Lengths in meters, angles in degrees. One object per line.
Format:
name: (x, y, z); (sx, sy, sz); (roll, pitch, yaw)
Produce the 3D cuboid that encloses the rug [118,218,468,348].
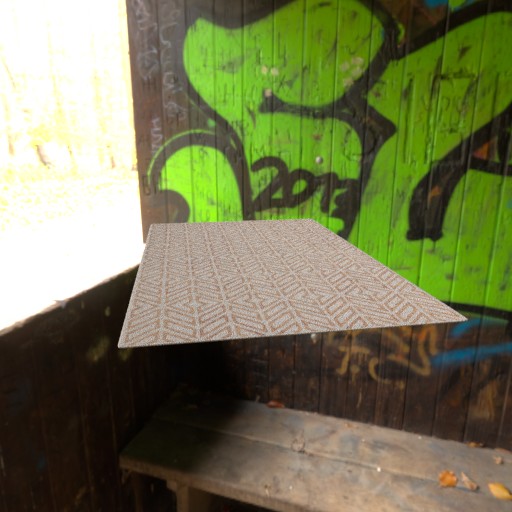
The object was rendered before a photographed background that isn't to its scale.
rug: (0.000, 0.000, 3.012); (1.523, 0.008, 2.438); (-3, 16, -9)
